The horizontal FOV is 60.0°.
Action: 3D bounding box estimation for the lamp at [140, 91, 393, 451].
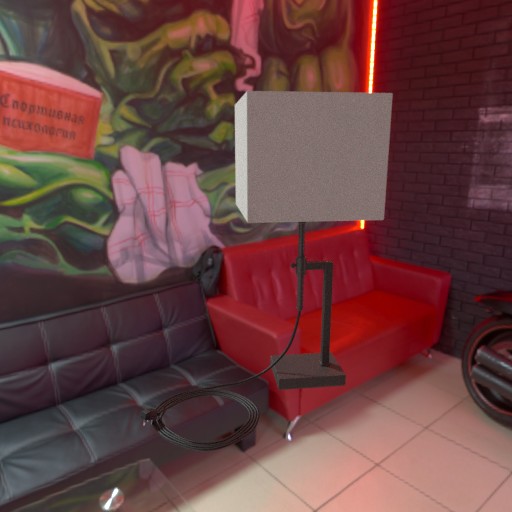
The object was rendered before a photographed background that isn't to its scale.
[{"bbox_3d":[0.000,0.000,0.966,0.504,0.660,0.399,-2,14,-7],"label":"lamp"}]
